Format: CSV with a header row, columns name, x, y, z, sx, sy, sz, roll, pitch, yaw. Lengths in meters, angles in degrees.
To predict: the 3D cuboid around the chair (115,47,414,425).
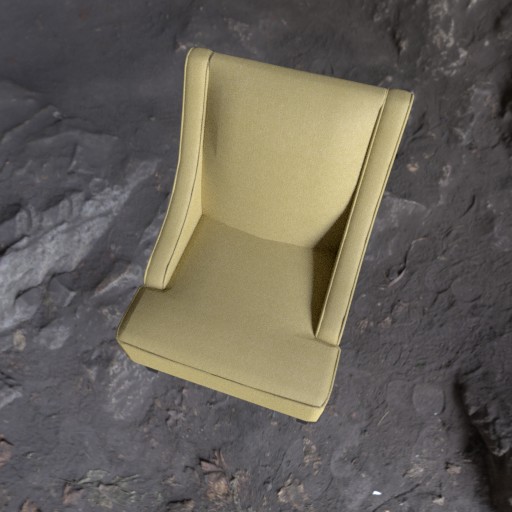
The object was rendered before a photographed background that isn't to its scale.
name,x,y,z,sx,sy,sz,roll,pitch,yaw
chair,0.000,0.000,1.477,0.696,0.896,0.814,16,60,9
